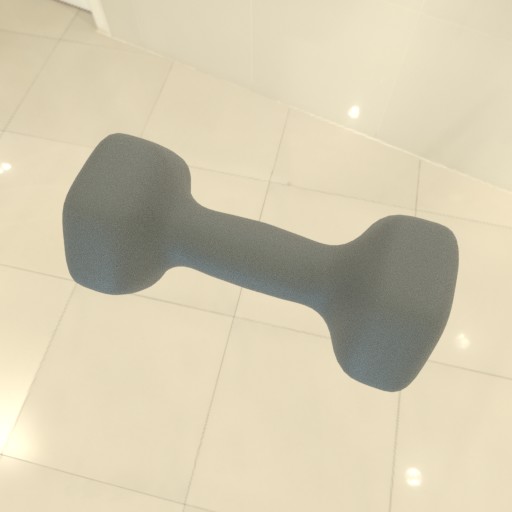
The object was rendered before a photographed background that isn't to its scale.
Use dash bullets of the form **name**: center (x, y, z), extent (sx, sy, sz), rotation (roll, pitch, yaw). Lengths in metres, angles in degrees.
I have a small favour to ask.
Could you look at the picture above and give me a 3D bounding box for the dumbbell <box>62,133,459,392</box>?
- **dumbbell**: center (0.000, 0.000, 0.226), extent (0.184, 0.081, 0.090), rotation (18, 66, 9)
